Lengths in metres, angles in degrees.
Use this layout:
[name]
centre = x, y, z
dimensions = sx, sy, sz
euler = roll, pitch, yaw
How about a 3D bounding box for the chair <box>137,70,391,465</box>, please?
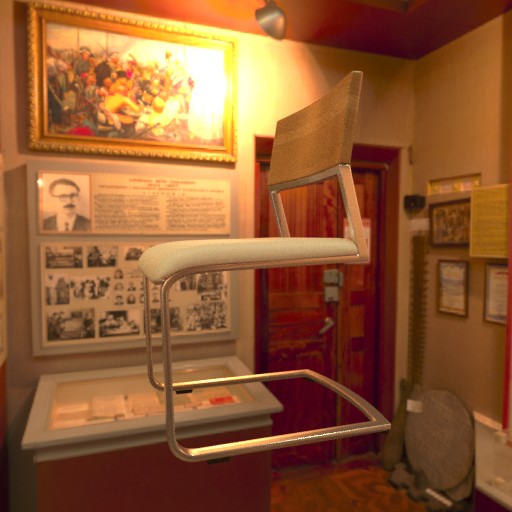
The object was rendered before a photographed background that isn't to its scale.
[chair]
centre = 0.000, 0.000, 1.174
dimensions = 0.585, 0.844, 0.467
euler = -1, 3, -19
